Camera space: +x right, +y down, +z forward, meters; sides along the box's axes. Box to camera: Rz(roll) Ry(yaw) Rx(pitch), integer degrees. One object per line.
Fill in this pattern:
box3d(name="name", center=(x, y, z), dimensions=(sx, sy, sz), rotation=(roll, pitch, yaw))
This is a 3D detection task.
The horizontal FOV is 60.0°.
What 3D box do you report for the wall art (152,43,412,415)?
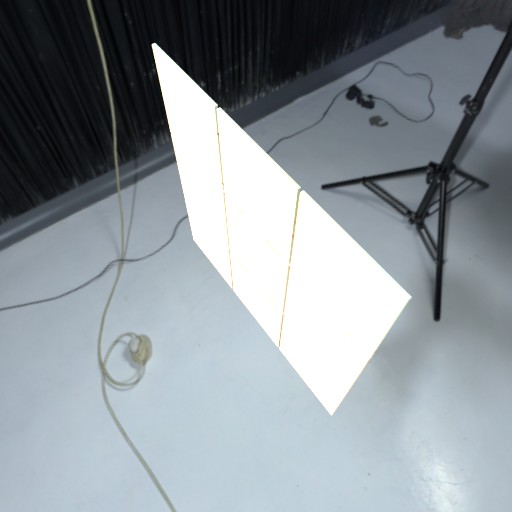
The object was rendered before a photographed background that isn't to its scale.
box3d(name="wall art", center=(0.000, 0.000, 1.802), dimensions=(0.013, 1.219, 1.214), rotation=(-32, 63, -18))
